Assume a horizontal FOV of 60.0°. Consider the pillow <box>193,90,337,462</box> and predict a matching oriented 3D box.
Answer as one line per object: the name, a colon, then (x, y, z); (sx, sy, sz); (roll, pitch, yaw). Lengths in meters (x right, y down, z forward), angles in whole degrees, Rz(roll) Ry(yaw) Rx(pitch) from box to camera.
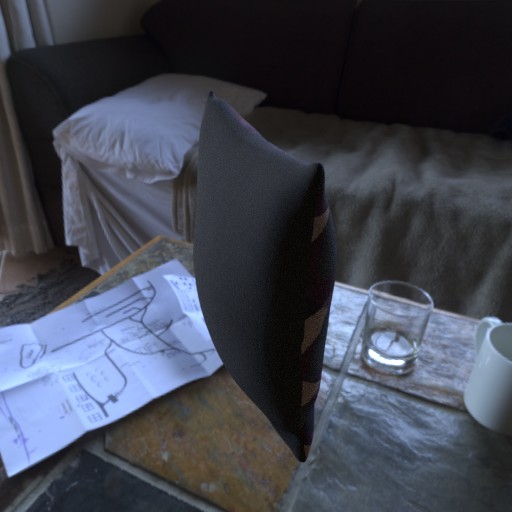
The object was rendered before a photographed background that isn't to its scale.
pillow: (0.000, 0.000, 0.791); (0.208, 0.496, 0.503); (-10, 32, -16)
